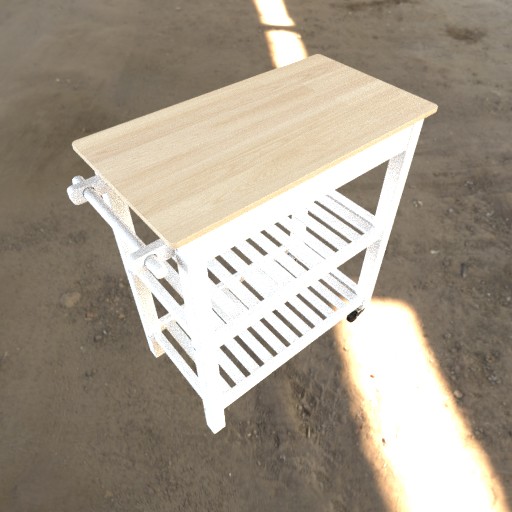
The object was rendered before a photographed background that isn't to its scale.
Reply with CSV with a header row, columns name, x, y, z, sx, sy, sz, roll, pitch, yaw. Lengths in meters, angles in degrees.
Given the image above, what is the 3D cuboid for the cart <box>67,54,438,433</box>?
name,x,y,z,sx,sy,sz,roll,pitch,yaw
cart,0.000,0.000,1.441,0.899,0.927,0.457,-31,53,-26
